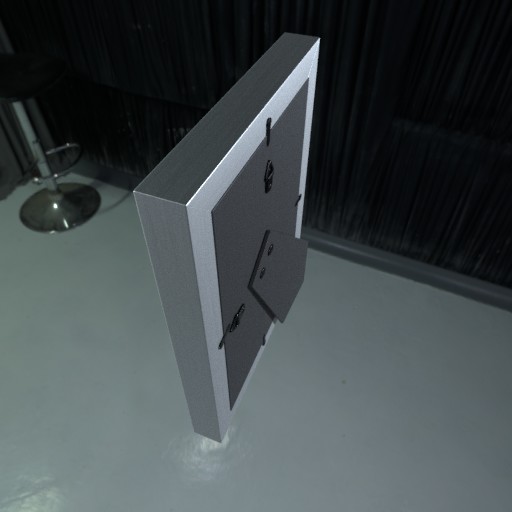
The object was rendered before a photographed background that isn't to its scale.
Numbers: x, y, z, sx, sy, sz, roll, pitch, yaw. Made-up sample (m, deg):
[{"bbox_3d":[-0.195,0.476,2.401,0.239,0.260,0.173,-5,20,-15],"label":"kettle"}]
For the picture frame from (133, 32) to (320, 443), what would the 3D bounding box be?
[{"bbox_3d":[0.000,0.000,0.275,0.028,0.208,0.157,16,49,15],"label":"picture frame"}]
